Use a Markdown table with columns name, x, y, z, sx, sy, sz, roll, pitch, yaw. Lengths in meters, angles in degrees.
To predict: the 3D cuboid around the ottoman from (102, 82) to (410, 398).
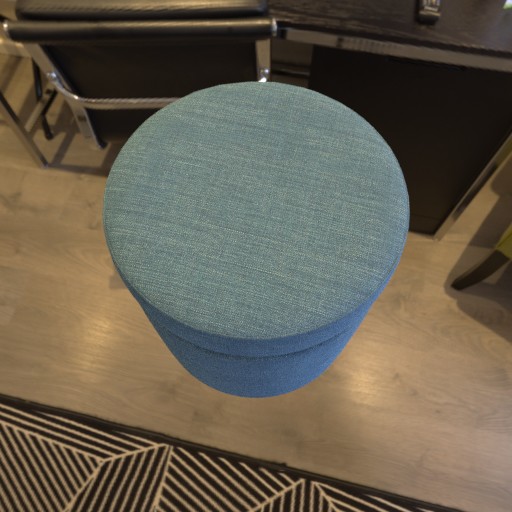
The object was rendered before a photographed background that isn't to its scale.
| name | x | y | z | sx | sy | sz | roll | pitch | yaw |
| --- | --- | --- | --- | --- | --- | --- | --- | --- | --- |
| ottoman | 0.000 | 0.000 | 0.734 | 0.398 | 0.406 | 0.398 | 0 | 64 | 0 |
